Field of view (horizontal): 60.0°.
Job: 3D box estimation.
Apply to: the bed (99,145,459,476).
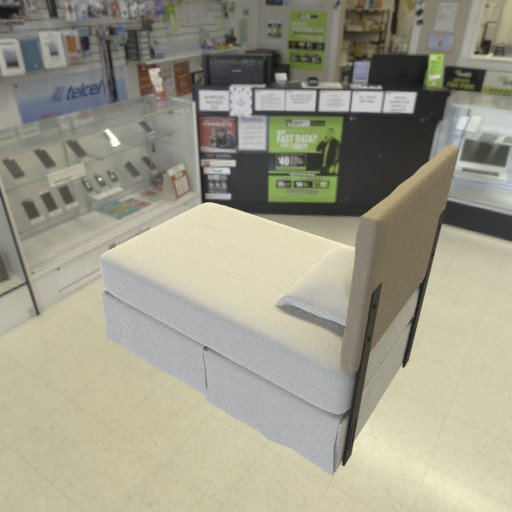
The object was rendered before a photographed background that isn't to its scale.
[{"bbox_3d":[0.000,0.000,2.948,1.997,1.571,1.261,21,37,30],"label":"bed"}]
